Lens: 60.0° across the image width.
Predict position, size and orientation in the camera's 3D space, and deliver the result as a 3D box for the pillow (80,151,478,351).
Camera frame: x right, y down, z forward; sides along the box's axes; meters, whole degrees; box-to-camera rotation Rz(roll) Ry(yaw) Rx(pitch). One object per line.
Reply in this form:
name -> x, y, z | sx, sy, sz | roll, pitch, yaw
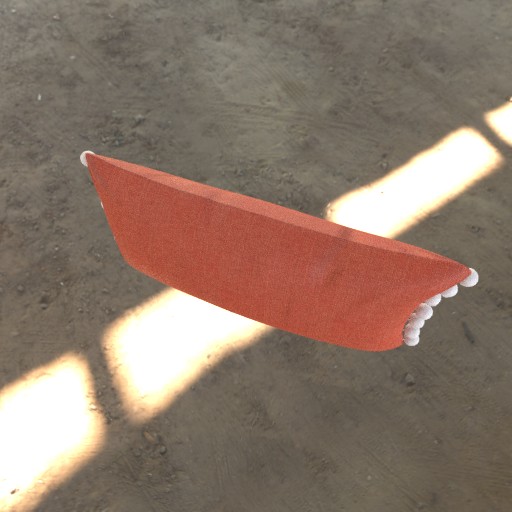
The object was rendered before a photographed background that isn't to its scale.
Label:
pillow -> 0.000, 0.000, 0.833 | 0.709, 0.322, 0.201 | 19, 60, 11
